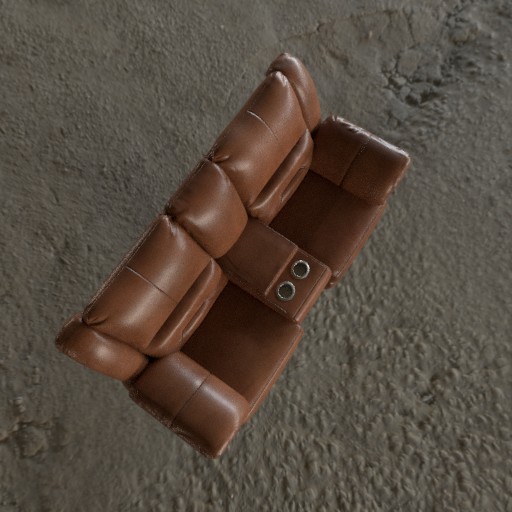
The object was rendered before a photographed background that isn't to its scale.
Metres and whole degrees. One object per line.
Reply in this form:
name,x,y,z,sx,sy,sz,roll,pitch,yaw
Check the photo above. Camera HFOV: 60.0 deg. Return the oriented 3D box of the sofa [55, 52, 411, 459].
sofa,0.000,0.000,2.583,0.991,1.043,2.058,33,77,9
